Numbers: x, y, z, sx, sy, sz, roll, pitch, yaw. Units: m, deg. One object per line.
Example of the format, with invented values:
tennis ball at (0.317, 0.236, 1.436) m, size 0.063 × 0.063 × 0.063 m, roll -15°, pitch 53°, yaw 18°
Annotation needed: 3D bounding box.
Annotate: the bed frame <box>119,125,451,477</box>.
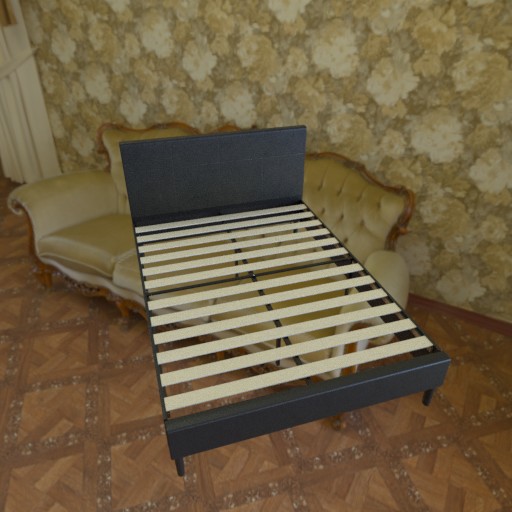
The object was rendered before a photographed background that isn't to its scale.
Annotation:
bed frame at (0.000, 0.000, 3.191) m, size 1.634 × 1.127 × 2.318 m, roll -10°, pitch 34°, yaw -15°
